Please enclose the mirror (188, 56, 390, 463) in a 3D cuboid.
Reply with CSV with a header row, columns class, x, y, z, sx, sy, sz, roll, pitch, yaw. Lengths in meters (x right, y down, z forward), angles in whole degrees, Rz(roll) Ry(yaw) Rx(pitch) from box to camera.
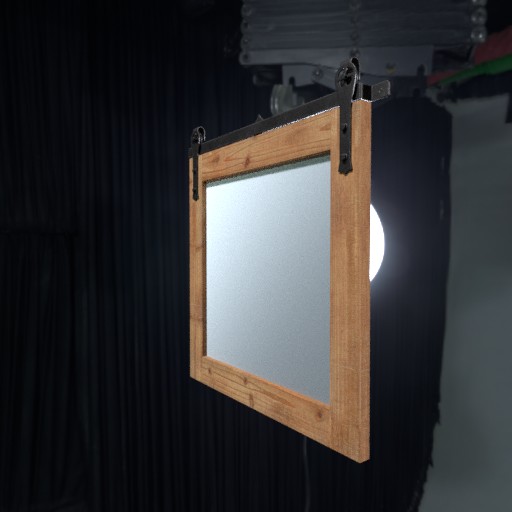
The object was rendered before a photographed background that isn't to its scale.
class,x,y,z,sx,sy,sz,roll,pitch,yaw
mirror,0.000,0.000,1.167,0.054,0.800,0.805,-1,1,-36
